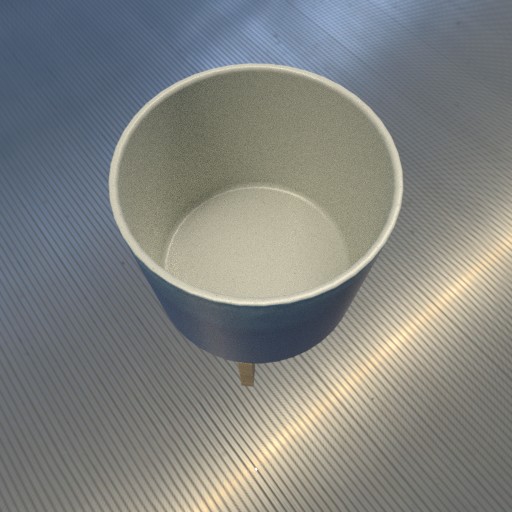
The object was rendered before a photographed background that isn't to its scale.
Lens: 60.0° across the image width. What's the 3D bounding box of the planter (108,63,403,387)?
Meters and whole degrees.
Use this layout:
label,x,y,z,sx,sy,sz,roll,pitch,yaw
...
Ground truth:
label,x,y,z,sx,sy,sz,roll,pitch,yaw
planter,0.000,0.000,0.560,0.261,0.367,0.261,0,64,0
